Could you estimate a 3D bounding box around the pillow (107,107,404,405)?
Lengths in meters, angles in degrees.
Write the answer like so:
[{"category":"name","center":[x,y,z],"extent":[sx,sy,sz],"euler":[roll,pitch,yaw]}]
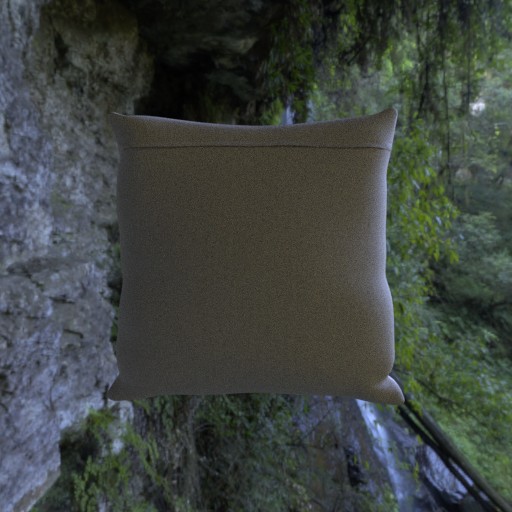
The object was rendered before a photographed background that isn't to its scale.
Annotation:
[{"category":"pillow","center":[0.000,0.000,0.662],"extent":[0.440,0.441,0.182],"euler":[0,1,0]}]
